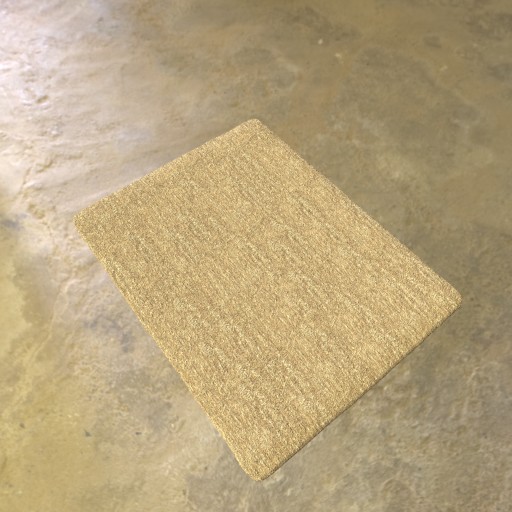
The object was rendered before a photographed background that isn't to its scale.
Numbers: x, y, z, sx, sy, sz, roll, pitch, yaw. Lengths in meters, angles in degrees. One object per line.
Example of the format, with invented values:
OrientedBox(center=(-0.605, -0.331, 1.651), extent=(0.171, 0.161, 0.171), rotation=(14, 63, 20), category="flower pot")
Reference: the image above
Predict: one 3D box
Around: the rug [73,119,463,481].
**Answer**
OrientedBox(center=(0.000, 0.000, 3.896), extent=(2.242, 0.050, 2.873), rotation=(-34, 64, -19), category="rug")
